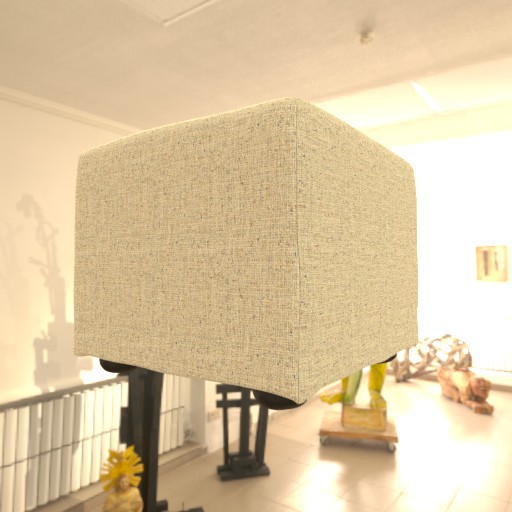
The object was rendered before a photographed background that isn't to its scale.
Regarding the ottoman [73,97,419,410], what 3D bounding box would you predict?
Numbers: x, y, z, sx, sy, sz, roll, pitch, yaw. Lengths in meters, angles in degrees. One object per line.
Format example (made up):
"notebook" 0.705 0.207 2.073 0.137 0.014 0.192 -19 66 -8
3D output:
"ottoman" 0.000 0.000 0.904 0.512 0.453 0.521 -1 -2 36
